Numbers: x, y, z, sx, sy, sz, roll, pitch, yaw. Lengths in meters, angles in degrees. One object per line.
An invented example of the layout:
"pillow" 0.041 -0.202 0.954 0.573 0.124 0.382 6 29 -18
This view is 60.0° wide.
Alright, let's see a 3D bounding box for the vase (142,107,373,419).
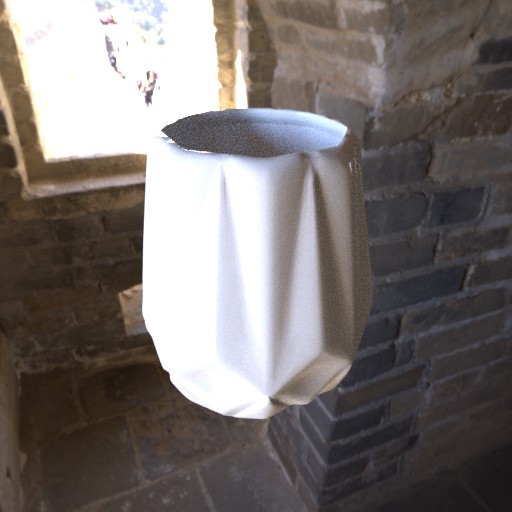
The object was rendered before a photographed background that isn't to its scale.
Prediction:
"vase" 0.000 0.000 0.264 0.141 0.152 0.141 0 30 0
